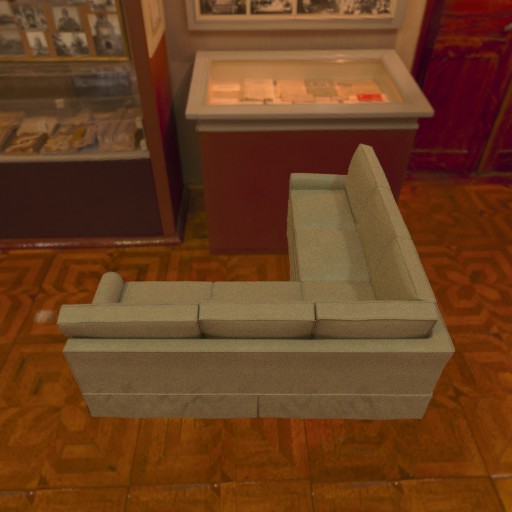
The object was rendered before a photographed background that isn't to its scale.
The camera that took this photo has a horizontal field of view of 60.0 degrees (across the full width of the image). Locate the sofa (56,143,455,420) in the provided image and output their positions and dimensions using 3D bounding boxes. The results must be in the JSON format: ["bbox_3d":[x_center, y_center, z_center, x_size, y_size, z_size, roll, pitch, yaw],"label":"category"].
[{"bbox_3d":[0.000,0.000,4.062,2.623,1.081,2.618,0,41,0],"label":"sofa"}]
